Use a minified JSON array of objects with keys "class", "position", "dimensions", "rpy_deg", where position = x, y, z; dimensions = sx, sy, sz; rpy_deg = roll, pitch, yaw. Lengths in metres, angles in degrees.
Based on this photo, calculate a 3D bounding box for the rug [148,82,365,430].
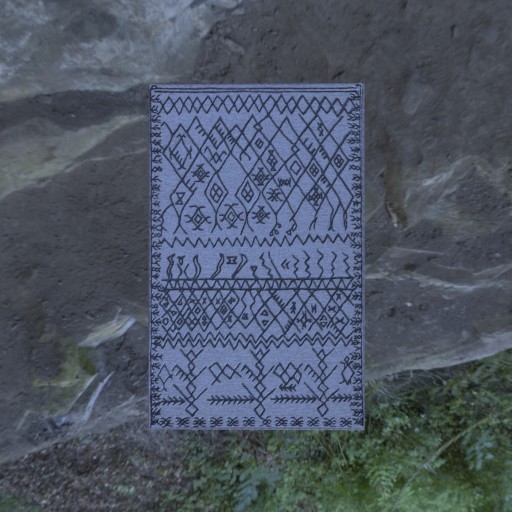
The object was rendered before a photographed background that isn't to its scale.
[{"class":"rug","position":[0.000,0.000,3.129],"dimensions":[1.526,0.012,2.444],"rpy_deg":[0,90,1]}]
